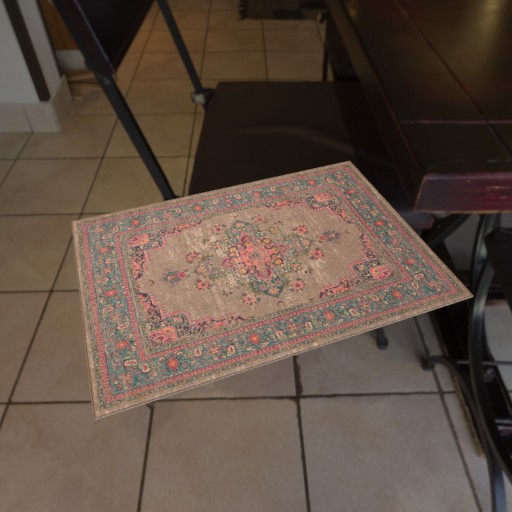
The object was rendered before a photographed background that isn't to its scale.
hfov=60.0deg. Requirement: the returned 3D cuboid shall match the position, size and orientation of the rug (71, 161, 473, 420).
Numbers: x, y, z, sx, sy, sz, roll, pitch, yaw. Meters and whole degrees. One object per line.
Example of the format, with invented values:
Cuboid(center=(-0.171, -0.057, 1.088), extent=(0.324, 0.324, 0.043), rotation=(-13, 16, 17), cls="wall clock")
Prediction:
Cuboid(center=(0.000, 0.000, 3.770), extent=(2.890, 0.013, 2.005), rotation=(-15, 47, -14), cls="rug")
